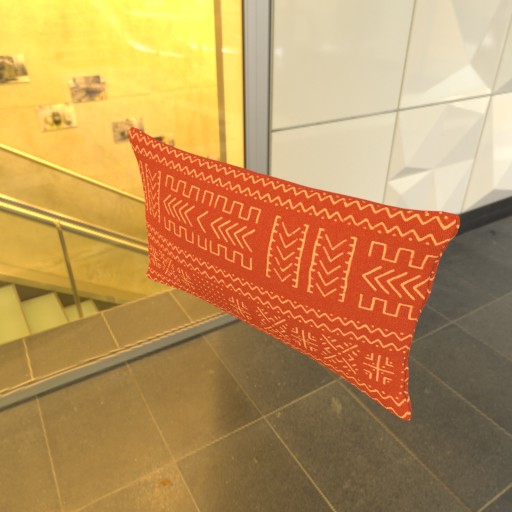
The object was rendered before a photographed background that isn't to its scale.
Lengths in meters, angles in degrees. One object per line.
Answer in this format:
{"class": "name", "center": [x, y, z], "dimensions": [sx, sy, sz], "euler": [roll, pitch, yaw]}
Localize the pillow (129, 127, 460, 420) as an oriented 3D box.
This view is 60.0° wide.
{"class": "pillow", "center": [0.000, 0.000, 0.784], "dimensions": [0.640, 0.352, 0.130], "euler": [23, 38, 33]}
